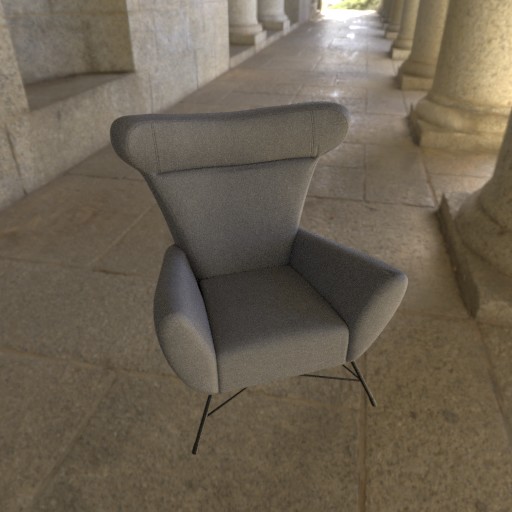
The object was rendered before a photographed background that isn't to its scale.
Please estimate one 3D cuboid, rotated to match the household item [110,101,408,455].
[{"bbox_3d":[0.000,0.000,1.804,0.980,1.050,0.900,-9,33,-14],"label":"household item"}]
